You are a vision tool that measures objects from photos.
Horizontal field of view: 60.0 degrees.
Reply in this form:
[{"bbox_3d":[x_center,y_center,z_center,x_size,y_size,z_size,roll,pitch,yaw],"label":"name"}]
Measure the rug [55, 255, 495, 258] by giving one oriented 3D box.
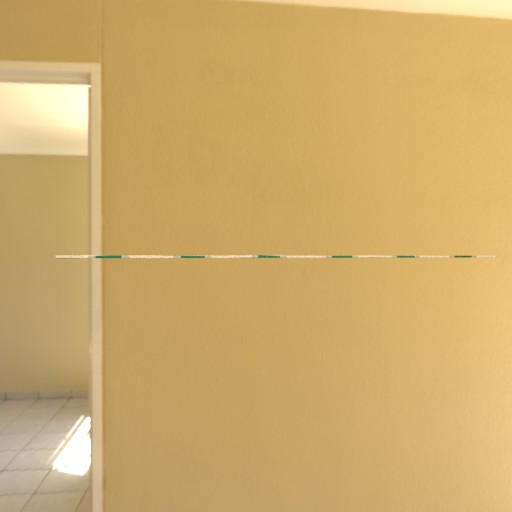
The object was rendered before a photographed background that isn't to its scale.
[{"bbox_3d":[0.000,0.000,4.064,3.041,0.019,2.434,0,0,-16],"label":"rug"}]
